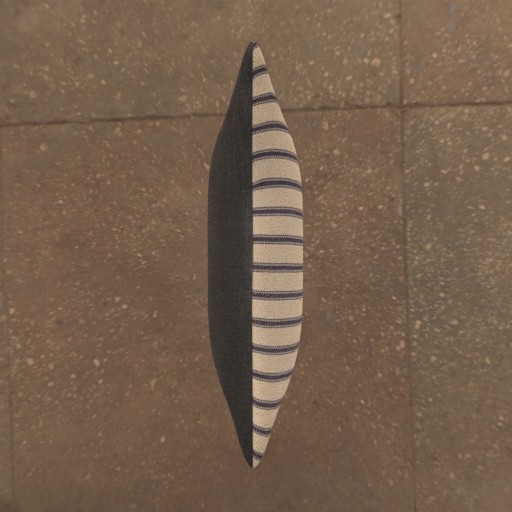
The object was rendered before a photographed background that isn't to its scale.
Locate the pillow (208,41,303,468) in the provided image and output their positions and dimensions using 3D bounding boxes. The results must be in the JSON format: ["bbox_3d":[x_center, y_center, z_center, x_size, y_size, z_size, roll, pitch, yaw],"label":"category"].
[{"bbox_3d":[0.000,0.000,0.694,0.138,0.444,0.468,0,90,0],"label":"pillow"}]
